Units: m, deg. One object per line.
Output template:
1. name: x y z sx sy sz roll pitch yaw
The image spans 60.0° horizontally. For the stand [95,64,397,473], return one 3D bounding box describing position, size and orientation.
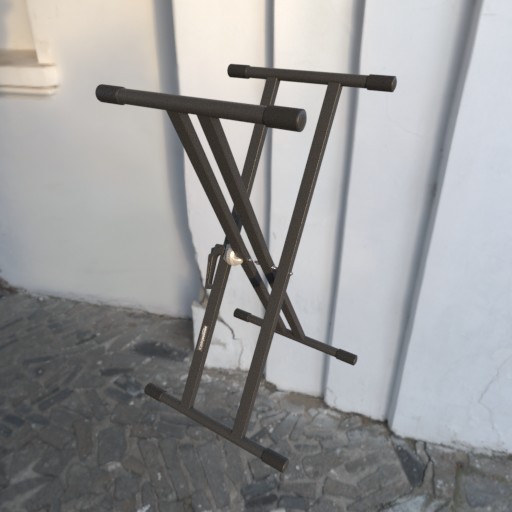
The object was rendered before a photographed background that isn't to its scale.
1. stand: 0.000 0.000 1.209 0.495 0.900 0.503 18 34 29
